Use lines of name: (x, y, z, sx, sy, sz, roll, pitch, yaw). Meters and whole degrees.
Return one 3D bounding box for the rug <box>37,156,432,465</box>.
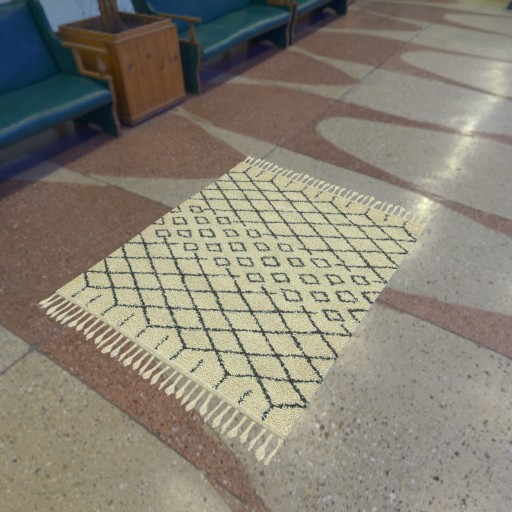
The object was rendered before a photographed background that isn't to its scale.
rug: (0.000, 0.000, 4.265, 2.388, 0.030, 3.213, 24, 47, 25)
